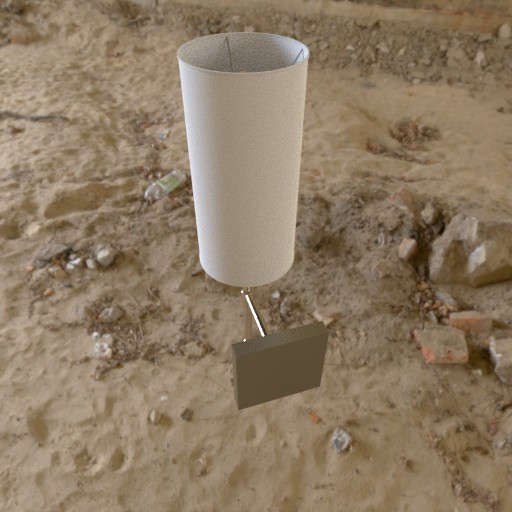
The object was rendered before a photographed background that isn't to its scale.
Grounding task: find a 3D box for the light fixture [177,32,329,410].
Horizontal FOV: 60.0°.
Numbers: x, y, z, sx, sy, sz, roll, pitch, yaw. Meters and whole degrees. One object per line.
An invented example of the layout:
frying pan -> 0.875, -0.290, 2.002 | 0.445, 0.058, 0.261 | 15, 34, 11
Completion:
light fixture -> 0.000, 0.000, 0.552 | 0.128, 0.462, 0.208 | -12, 43, -13
